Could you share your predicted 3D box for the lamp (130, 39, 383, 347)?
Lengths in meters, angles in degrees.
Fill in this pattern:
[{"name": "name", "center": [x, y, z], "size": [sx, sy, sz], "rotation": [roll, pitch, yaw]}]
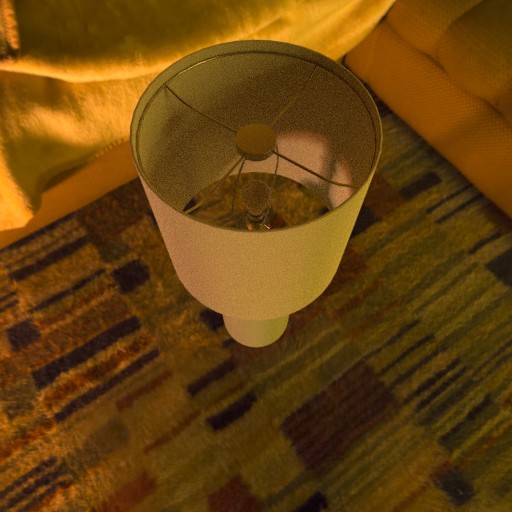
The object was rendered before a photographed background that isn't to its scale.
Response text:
[{"name": "lamp", "center": [0.000, 0.000, 0.593], "size": [0.212, 0.493, 0.212], "rotation": [32, 67, 15]}]
